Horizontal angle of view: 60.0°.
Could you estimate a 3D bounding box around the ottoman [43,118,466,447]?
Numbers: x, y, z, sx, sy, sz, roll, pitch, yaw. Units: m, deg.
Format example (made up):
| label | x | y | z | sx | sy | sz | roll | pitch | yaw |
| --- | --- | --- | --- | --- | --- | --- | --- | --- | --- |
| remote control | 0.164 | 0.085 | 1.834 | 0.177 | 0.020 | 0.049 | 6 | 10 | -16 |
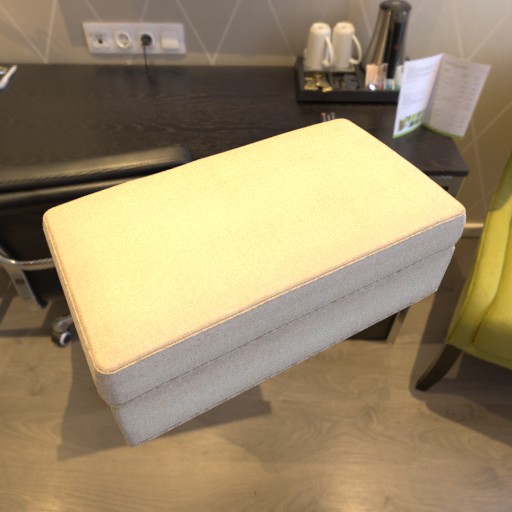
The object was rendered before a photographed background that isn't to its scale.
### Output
| label | x | y | z | sx | sy | sz | roll | pitch | yaw |
| --- | --- | --- | --- | --- | --- | --- | --- | --- | --- |
| ottoman | 0.000 | 0.000 | 1.390 | 1.097 | 0.448 | 0.617 | -22 | 51 | -19 |
